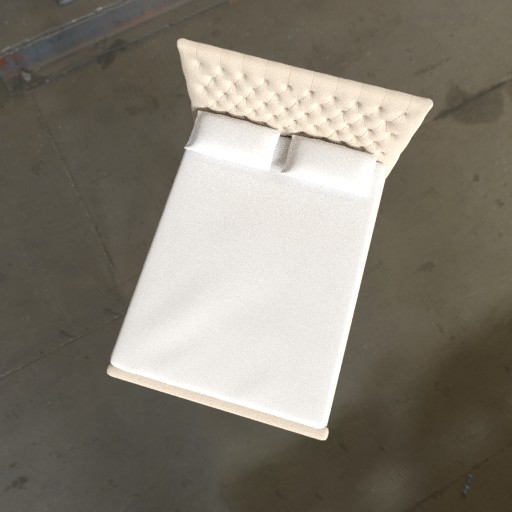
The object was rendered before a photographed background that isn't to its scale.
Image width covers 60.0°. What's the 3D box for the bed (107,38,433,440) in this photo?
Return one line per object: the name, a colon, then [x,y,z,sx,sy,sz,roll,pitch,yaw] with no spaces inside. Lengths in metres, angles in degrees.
bed: [0.000,0.000,3.234,1.696,1.426,2.233,16,76,4]
